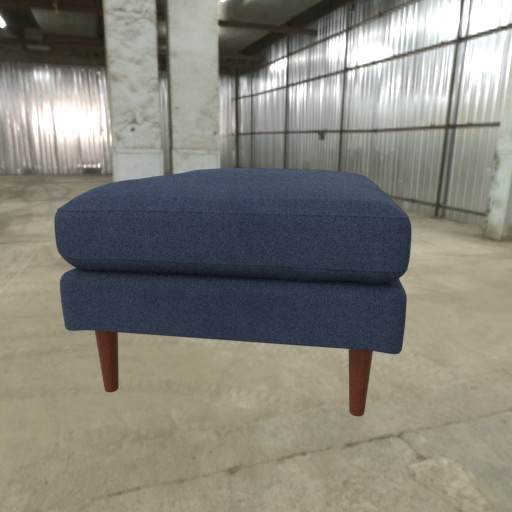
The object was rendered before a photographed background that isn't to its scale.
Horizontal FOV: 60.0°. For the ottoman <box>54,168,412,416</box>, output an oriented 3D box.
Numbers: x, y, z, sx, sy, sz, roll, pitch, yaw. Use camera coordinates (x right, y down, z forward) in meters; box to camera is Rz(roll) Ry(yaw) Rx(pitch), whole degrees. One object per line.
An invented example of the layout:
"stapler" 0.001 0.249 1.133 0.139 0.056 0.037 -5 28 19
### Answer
"ottoman" 0.000 0.000 1.239 0.693 0.474 0.821 2 14 9
